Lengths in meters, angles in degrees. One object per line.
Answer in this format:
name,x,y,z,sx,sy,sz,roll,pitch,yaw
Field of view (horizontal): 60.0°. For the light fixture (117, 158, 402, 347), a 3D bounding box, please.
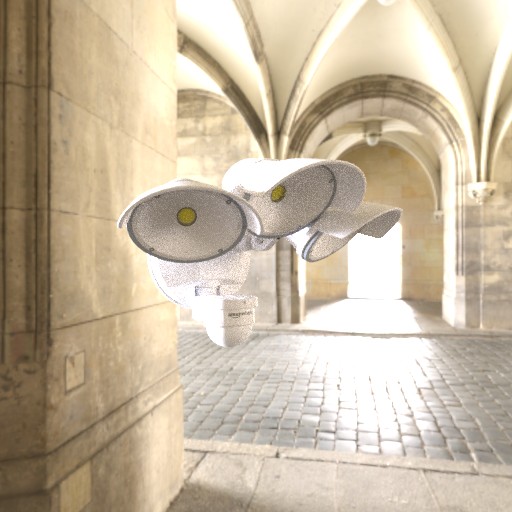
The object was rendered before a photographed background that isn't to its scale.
light fixture,0.000,0.000,0.534,0.369,0.237,0.278,0,0,-36
